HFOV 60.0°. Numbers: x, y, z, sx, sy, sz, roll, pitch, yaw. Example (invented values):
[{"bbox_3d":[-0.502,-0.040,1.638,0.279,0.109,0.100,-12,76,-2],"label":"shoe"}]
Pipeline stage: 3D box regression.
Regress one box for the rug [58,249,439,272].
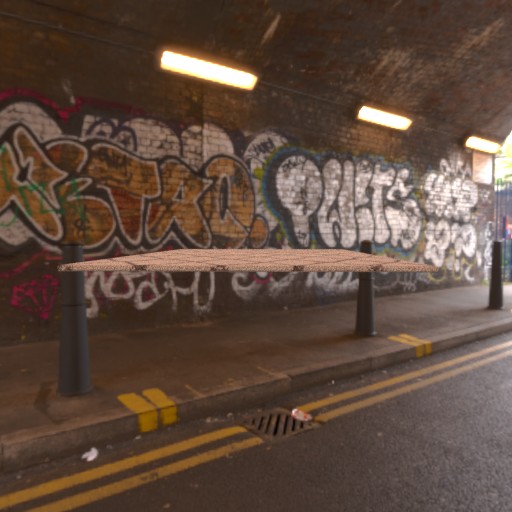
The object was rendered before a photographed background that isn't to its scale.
[{"bbox_3d":[0.000,0.000,3.414,1.778,0.030,2.743,0,2,2],"label":"rug"}]
